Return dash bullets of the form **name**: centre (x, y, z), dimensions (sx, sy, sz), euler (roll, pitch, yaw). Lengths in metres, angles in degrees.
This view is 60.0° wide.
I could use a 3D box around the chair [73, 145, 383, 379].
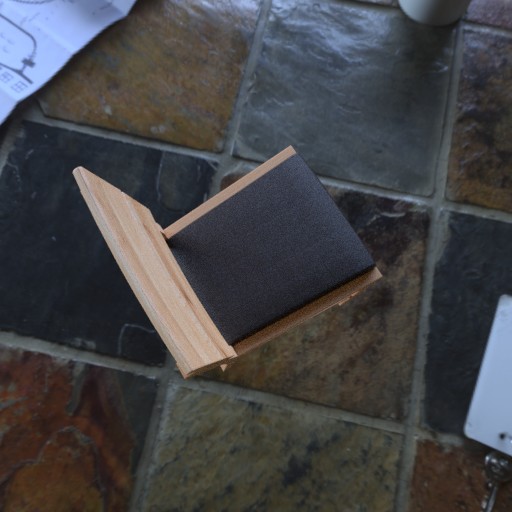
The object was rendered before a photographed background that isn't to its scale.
- **chair**: centre (0.000, 0.000, 1.256), dimensions (0.560, 0.950, 0.475), euler (-31, 78, -7)
